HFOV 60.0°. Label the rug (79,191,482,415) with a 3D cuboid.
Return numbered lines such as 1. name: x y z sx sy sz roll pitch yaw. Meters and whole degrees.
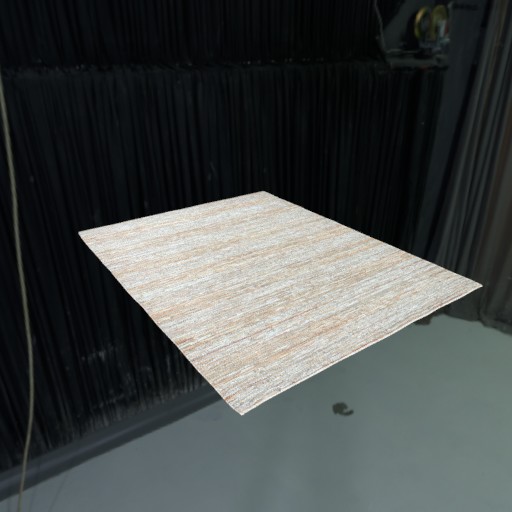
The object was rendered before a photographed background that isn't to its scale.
1. rug: 0.000 0.000 3.936 2.313 0.009 2.939 -17 31 -31
